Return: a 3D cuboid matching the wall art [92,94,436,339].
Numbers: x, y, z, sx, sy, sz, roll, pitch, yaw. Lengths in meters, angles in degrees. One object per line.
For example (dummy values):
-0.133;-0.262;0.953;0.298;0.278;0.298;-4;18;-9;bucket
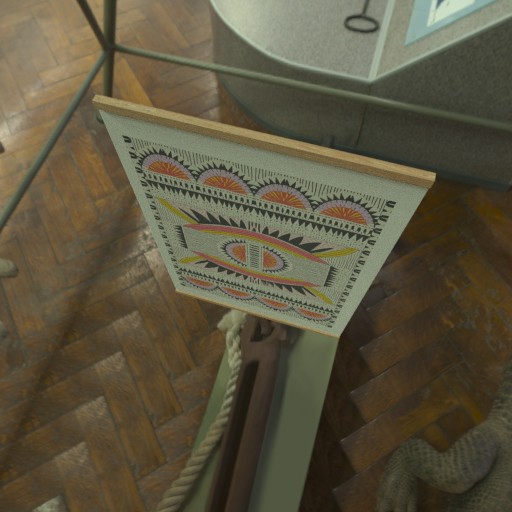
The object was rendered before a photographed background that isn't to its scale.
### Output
0.000;0.000;1.933;0.999;1.533;0.028;15;65;7;wall art
